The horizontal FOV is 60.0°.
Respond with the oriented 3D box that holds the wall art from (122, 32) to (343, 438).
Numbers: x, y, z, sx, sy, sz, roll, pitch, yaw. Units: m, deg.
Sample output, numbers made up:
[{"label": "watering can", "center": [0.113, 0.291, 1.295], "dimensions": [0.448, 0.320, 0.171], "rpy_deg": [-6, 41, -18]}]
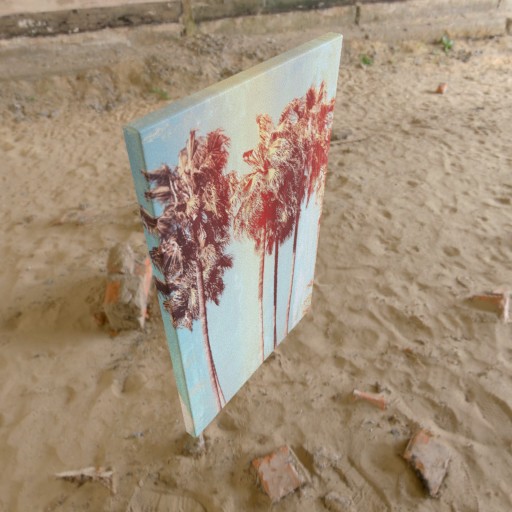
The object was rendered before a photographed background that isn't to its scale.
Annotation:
[{"label": "wall art", "center": [0.000, 0.000, 1.120], "dimensions": [0.037, 0.915, 0.605], "rpy_deg": [26, 48, 27]}]
